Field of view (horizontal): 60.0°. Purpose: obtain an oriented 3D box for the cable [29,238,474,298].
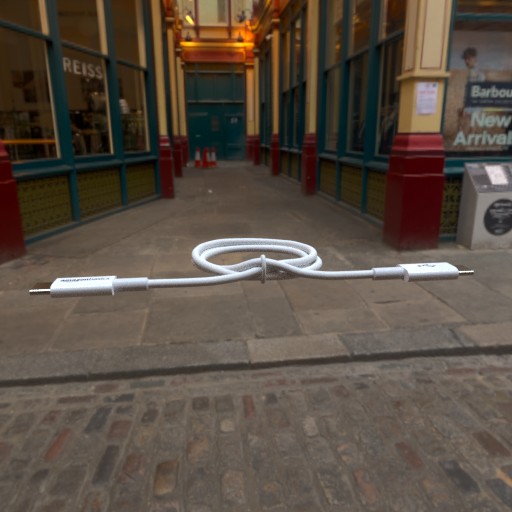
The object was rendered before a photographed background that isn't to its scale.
[{"bbox_3d":[0.000,0.000,0.231,0.203,0.014,0.070,-2,16,-8],"label":"cable"}]
